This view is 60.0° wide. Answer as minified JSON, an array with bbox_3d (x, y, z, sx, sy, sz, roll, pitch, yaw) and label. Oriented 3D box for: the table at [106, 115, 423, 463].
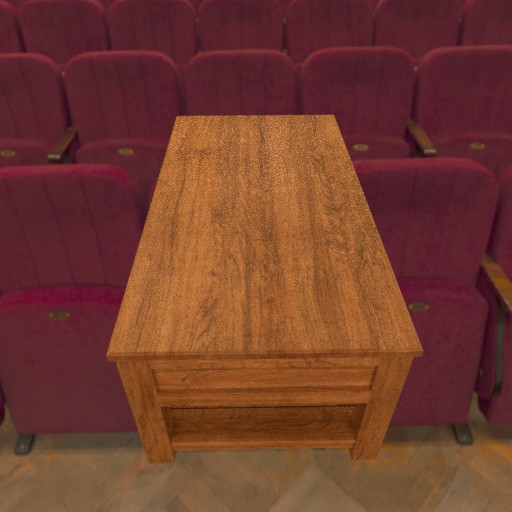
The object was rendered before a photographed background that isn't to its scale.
[{"bbox_3d":[0.000,0.000,1.455,0.635,0.480,1.150,-1,40,-1],"label":"table"}]
